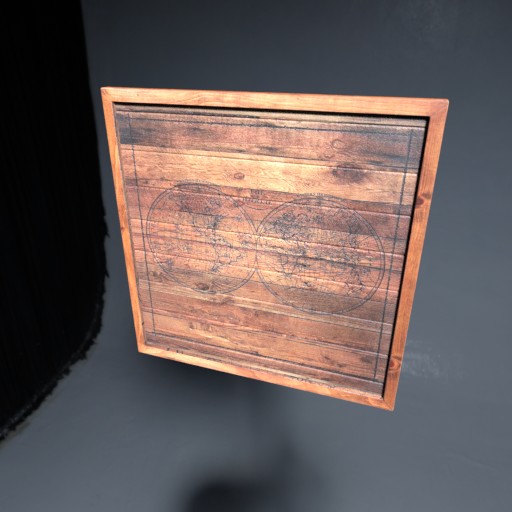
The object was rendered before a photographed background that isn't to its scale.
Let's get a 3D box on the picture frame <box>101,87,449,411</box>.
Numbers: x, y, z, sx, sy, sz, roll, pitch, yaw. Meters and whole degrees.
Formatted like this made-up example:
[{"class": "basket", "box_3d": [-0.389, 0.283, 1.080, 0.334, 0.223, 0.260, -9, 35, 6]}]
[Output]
[{"class": "picture frame", "box_3d": [0.000, 0.000, 1.177, 0.810, 0.817, 0.029, 8, 27, 17]}]
